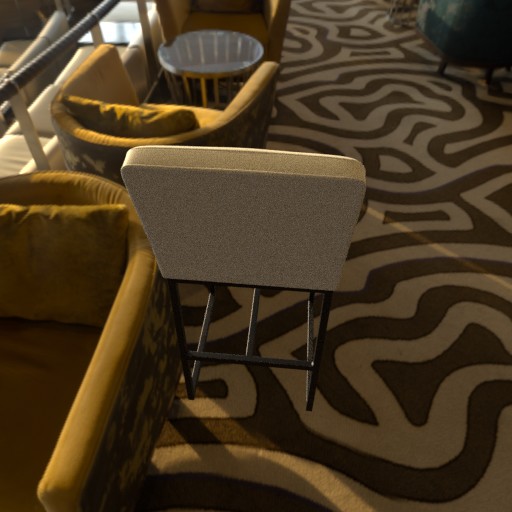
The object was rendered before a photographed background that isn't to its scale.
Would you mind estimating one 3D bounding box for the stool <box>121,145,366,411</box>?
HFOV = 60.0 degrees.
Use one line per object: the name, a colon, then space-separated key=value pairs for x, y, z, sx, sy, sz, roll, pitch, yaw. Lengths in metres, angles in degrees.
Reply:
stool: x=0.000 y=0.000 z=1.343 sx=0.460 sy=1.040 sz=0.560 roll=4 pitch=46 yaw=4
